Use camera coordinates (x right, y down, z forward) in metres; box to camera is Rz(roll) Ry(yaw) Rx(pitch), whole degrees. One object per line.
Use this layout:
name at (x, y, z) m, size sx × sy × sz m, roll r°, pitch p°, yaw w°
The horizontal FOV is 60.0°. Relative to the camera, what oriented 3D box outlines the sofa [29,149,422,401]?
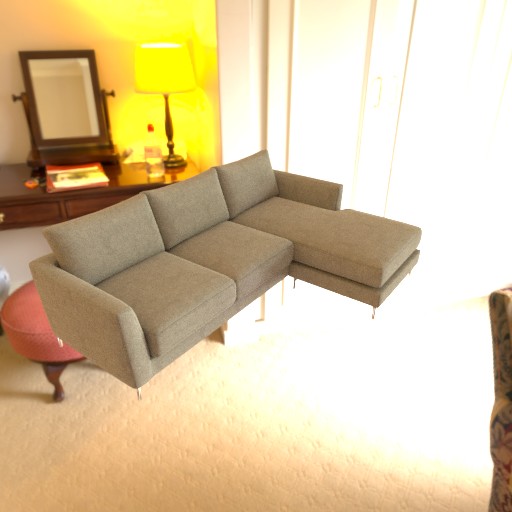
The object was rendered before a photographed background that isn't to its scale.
sofa at (0.000, 0.000, 3.125) m, size 1.626 × 0.864 × 2.438 m, roll 19°, pitch 34°, yaw 32°
